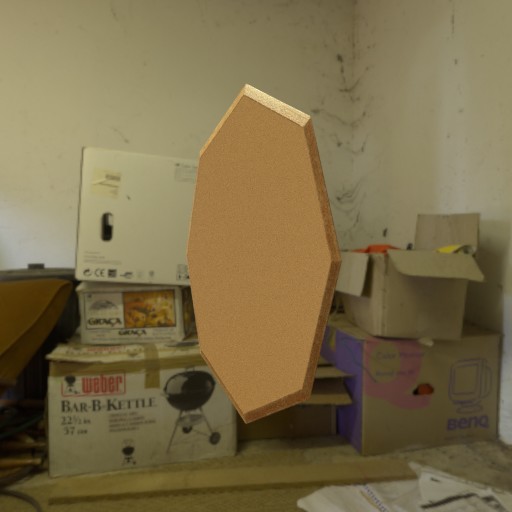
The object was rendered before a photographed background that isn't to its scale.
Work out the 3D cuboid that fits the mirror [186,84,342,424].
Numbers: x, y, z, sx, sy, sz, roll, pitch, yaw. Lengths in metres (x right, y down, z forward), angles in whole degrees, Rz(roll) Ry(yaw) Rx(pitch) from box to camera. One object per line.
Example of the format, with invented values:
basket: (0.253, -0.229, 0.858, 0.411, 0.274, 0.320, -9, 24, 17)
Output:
mirror: (0.000, 0.000, 1.026, 0.070, 0.774, 0.577, -1, 2, -37)
